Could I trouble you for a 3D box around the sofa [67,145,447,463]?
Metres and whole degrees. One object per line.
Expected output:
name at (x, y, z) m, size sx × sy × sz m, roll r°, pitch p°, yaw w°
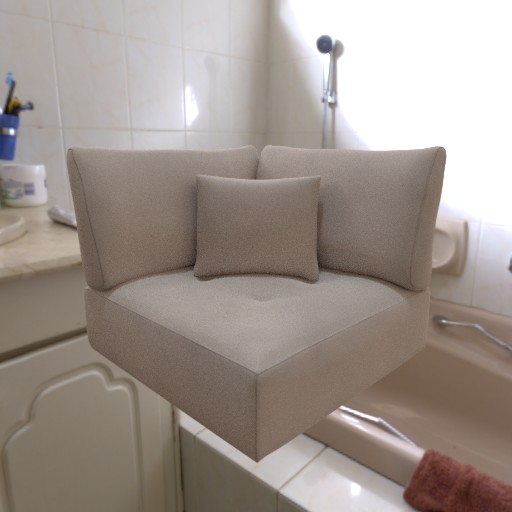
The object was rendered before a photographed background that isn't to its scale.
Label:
sofa at (0.000, 0.000, 1.681) m, size 1.000 × 0.820 × 1.000 m, roll -13°, pitch 19°, yaw -43°
